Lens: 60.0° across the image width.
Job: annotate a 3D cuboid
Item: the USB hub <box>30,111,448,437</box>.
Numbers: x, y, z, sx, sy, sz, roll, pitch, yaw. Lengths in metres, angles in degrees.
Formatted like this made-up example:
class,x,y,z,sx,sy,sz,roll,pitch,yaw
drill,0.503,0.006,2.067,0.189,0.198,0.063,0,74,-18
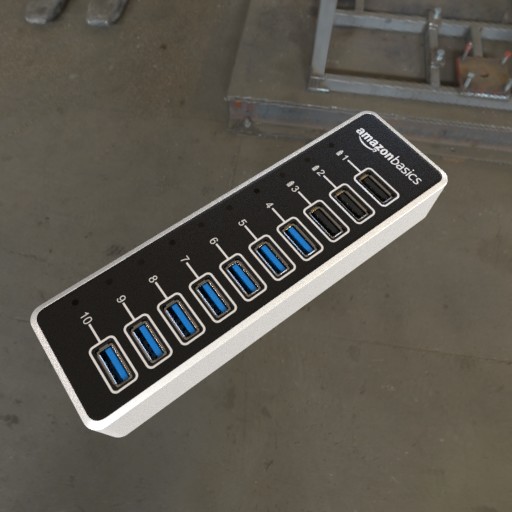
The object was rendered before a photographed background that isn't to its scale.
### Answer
class,x,y,z,sx,sy,sz,roll,pitch,yaw
USB hub,0.000,0.000,0.158,0.145,0.023,0.044,-34,68,-16
